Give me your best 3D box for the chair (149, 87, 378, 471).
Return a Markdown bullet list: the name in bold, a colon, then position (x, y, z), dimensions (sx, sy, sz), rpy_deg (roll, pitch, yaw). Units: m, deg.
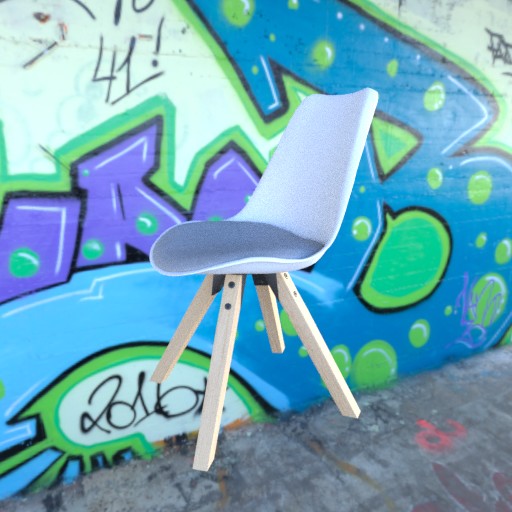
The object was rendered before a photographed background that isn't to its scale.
- **chair**: position (0.000, 0.000, 1.190), dimensions (0.550, 0.850, 0.485), rpy_deg (-8, 18, -26)
